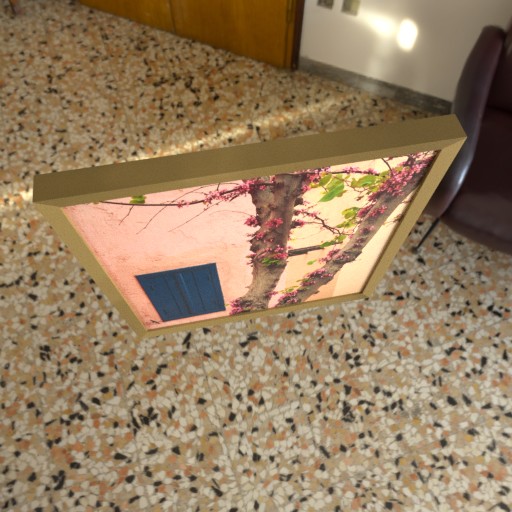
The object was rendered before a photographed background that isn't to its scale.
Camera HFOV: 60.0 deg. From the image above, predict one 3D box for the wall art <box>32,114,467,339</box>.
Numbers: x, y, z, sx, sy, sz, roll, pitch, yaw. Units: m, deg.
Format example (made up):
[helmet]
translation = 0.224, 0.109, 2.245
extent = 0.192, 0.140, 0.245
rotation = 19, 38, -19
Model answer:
[wall art]
translation = 0.000, 0.000, 0.742
extent = 0.507, 0.508, 0.038
rotation = -10, 63, -5
